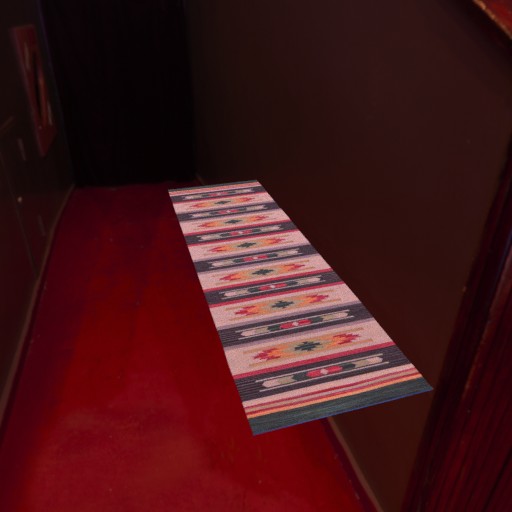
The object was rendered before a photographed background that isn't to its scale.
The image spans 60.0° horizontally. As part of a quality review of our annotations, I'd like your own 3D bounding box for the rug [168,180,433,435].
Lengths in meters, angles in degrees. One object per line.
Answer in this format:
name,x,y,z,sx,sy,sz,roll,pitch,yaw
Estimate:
rug,0.000,0.000,2.695,0.760,0.009,2.440,-9,32,-14
